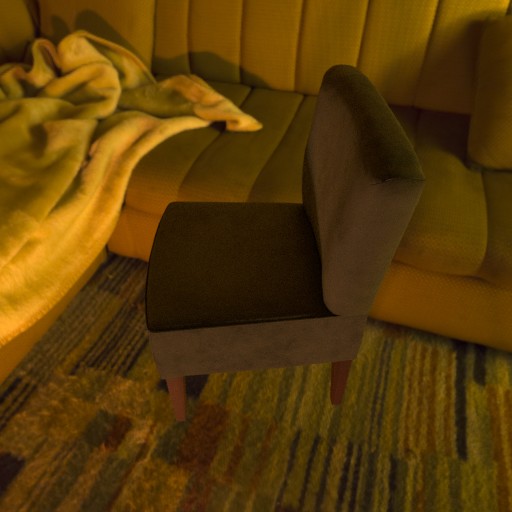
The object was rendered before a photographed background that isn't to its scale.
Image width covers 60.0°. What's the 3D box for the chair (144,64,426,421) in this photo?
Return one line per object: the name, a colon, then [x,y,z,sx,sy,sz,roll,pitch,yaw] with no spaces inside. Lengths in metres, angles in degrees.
chair: [0.000,0.000,1.152,0.554,0.806,0.521,-2,42,-2]
